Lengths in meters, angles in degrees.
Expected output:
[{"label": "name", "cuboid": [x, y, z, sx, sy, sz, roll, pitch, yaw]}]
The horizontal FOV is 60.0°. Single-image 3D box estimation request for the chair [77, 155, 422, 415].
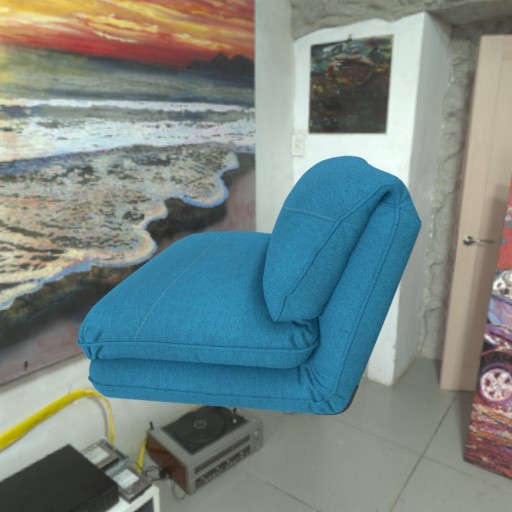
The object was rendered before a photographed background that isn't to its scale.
[{"label": "chair", "cuboid": [0.000, 0.000, 1.346, 0.780, 0.580, 0.820, 2, 15, 8]}]
